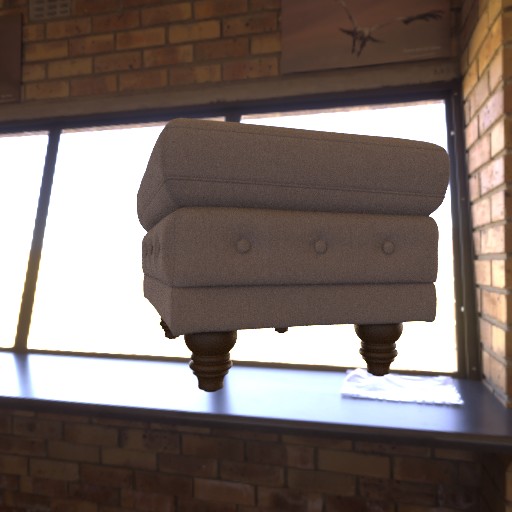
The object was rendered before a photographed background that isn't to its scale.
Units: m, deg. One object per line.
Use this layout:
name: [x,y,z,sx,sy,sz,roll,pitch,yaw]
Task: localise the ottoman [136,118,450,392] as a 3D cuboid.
ottoman: [0.000,0.000,1.138,0.569,0.500,0.771,0,-1,-18]
